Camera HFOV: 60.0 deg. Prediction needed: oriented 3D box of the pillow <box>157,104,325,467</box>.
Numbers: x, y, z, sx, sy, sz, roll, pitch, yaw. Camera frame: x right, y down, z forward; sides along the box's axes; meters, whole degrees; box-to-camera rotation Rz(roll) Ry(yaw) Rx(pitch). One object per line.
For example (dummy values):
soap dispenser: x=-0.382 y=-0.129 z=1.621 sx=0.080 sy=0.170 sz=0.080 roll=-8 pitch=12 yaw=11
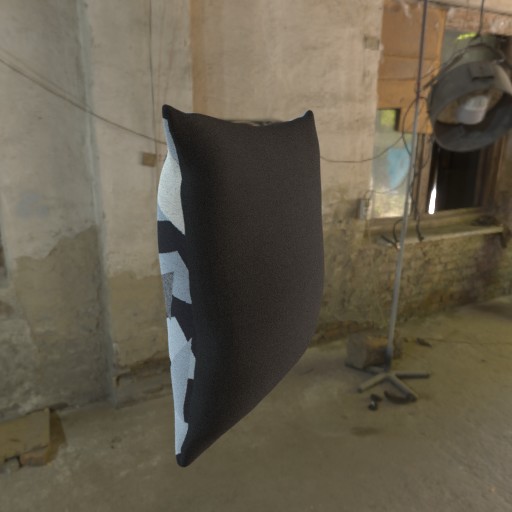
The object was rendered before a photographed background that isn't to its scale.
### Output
pillow: x=0.000 y=0.000 z=0.772 sx=0.208 sy=0.496 sz=0.503 roll=8 pitch=18 yaw=25
